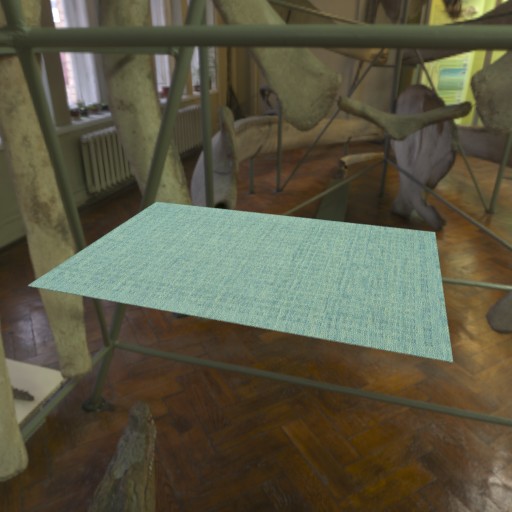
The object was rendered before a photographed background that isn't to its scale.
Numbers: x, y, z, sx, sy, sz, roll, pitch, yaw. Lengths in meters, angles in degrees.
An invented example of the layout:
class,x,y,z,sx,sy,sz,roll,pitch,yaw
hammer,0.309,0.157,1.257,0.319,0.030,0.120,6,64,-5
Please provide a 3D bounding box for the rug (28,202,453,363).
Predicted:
class,x,y,z,sx,sy,sz,roll,pitch,yaw
rug,0.000,0.000,2.909,2.286,0.006,1.522,8,27,15
